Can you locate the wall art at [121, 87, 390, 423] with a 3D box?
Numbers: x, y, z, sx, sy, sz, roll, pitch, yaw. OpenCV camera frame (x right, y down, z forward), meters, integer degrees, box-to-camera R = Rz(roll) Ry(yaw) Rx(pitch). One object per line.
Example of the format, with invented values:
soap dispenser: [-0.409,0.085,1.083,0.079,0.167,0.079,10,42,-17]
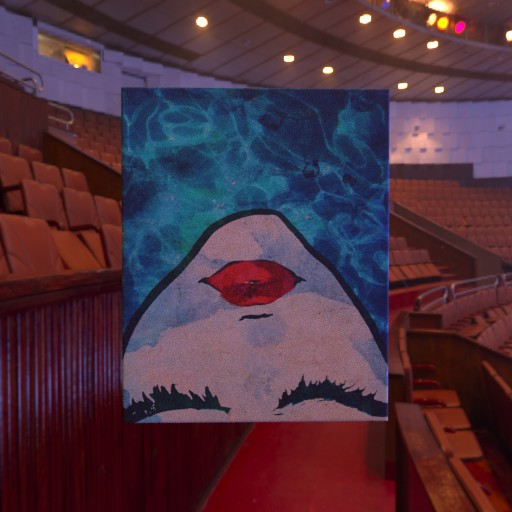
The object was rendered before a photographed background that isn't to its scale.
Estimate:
wall art: [0.000,0.000,0.861,0.508,0.635,0.038,0,1,-1]
